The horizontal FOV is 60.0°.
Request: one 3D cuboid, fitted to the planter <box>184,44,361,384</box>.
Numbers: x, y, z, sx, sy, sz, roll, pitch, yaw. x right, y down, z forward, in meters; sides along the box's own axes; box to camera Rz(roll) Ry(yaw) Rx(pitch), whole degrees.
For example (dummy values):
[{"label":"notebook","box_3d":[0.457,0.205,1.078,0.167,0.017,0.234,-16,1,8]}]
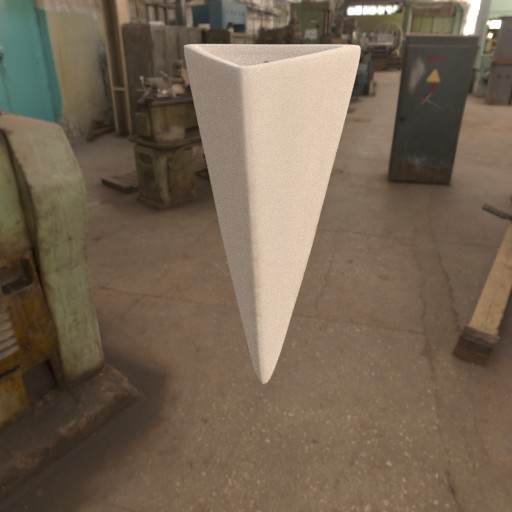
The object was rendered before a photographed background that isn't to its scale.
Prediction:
[{"label":"planter","box_3d":[0.000,0.000,0.393,0.143,0.338,0.065,8,27,16]}]
